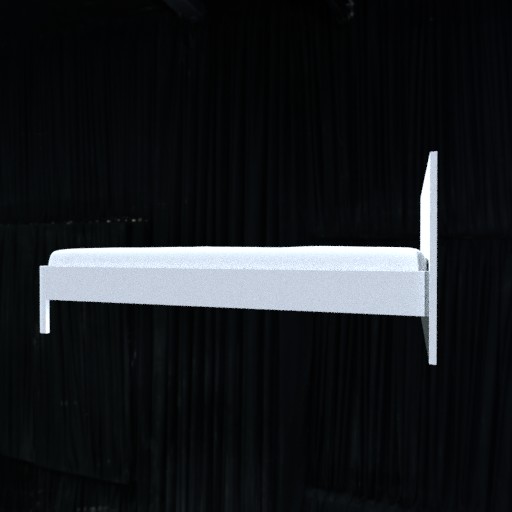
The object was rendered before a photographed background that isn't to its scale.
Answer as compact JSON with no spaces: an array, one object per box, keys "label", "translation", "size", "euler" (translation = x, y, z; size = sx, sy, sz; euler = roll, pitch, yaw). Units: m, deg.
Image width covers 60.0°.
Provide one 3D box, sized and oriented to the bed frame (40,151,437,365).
[{"label":"bed frame","translation":[0.000,0.000,2.685],"size":[1.950,0.800,1.490],"euler":[0,1,19]}]
